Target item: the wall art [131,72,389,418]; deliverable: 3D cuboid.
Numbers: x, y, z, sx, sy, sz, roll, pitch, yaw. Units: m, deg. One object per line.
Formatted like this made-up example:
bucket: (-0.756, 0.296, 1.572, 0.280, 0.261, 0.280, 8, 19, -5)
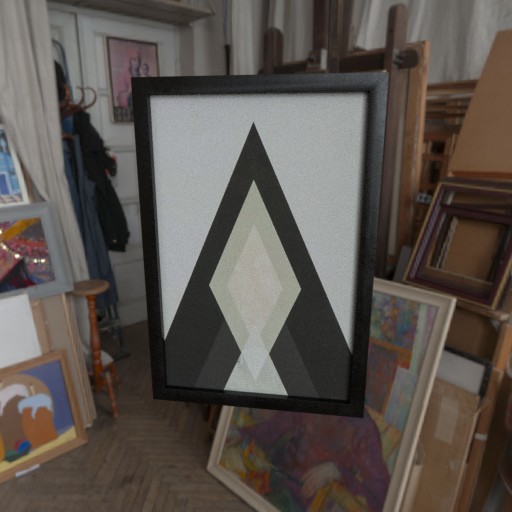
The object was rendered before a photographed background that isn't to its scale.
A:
wall art: (0.000, 0.000, 0.604, 0.313, 0.457, 0.031, 2, 15, 8)
